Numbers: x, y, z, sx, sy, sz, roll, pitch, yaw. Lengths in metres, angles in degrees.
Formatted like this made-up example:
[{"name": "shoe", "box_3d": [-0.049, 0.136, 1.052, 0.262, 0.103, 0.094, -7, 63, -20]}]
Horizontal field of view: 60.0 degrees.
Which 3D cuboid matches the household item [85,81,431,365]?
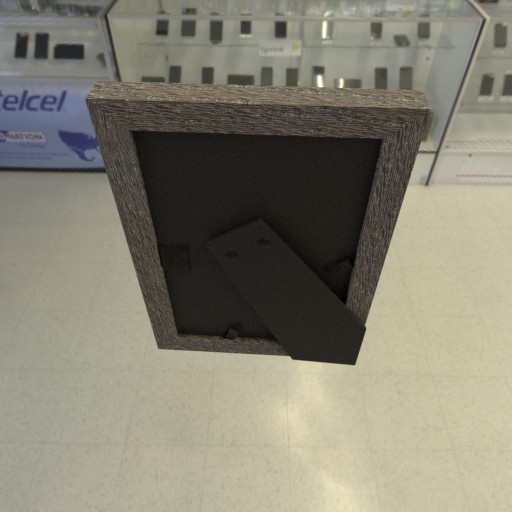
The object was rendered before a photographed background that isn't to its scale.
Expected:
[{"name": "household item", "box_3d": [0.000, 0.000, 0.239, 0.133, 0.180, 0.020, 3, 46, 2]}]
